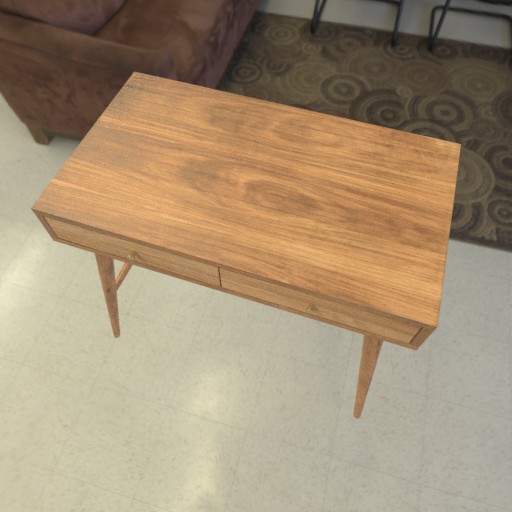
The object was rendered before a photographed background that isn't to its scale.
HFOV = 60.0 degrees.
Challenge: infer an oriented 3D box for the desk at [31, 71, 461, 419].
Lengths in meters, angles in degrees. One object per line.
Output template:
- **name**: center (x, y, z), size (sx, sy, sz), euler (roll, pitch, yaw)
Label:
- **desk**: center (0.000, 0.000, 1.426), size (0.949, 0.758, 0.588), euler (16, 60, 10)
